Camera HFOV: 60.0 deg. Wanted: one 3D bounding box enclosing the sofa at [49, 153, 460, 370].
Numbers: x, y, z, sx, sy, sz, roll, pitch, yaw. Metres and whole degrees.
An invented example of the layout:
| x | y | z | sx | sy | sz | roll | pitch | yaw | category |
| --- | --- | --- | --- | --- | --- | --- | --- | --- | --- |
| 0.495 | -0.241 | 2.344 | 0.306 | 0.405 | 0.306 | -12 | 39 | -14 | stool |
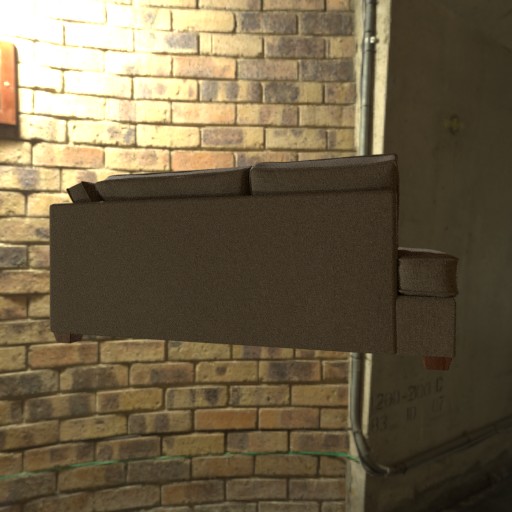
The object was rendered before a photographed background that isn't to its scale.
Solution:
| x | y | z | sx | sy | sz | roll | pitch | yaw | category |
| --- | --- | --- | --- | --- | --- | --- | --- | --- | --- |
| 0.000 | 0.000 | 2.800 | 2.237 | 1.033 | 1.110 | 0 | 0 | 17 | sofa |
